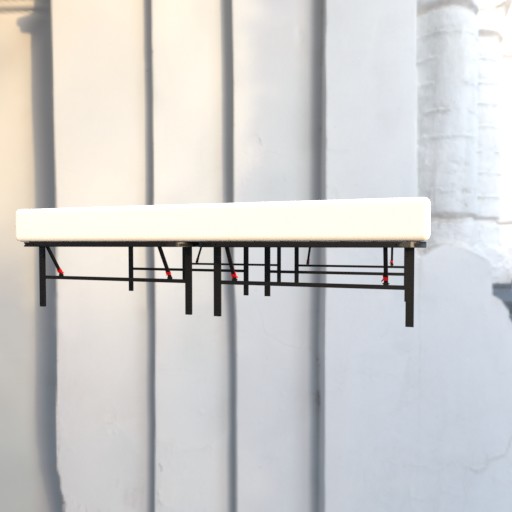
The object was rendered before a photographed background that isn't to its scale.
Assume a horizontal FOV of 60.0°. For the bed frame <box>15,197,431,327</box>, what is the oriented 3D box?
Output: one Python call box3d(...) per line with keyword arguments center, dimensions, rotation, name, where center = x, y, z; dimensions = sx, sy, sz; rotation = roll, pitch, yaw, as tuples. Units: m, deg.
box3d(center=(0.000, 0.000, 2.921), dimensions=(2.033, 0.525, 1.935), rotation=(1, 2, 18), name="bed frame")
